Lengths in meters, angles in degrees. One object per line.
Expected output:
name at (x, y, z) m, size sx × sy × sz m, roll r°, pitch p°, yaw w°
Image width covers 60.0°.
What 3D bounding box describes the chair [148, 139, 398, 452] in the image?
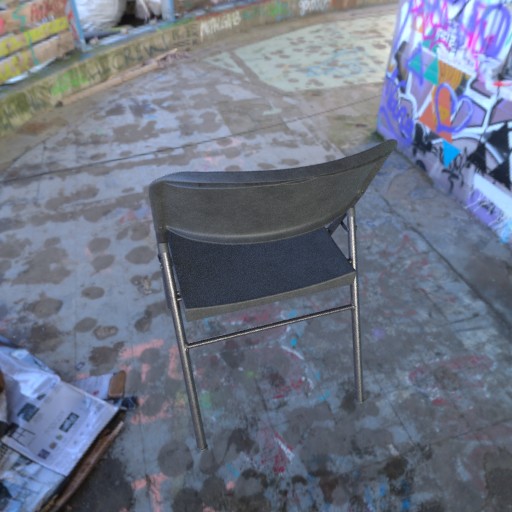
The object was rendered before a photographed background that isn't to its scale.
chair at (0.000, 0.000, 1.157) m, size 0.494 × 0.810 × 0.567 m, roll -12°, pitch 42°, yaw -13°
